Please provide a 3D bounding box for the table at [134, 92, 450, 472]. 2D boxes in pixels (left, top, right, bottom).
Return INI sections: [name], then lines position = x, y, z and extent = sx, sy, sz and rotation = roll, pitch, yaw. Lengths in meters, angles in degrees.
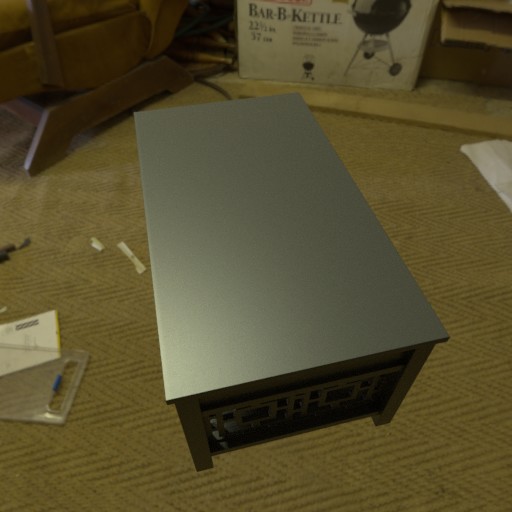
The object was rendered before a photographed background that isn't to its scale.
[table]
position = 0.000, 0.000, 1.419
extent = 0.612, 0.493, 1.068
rotation = -10, 49, -9
